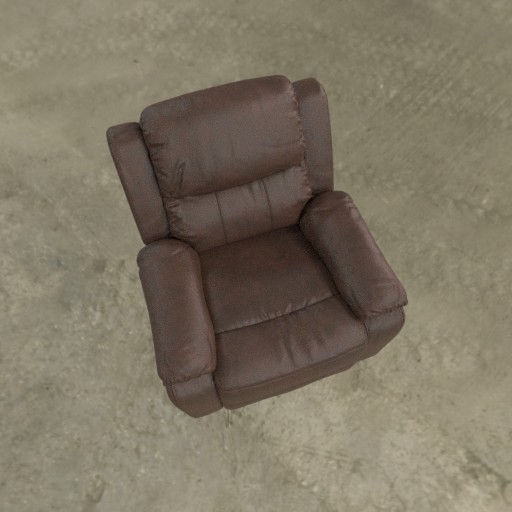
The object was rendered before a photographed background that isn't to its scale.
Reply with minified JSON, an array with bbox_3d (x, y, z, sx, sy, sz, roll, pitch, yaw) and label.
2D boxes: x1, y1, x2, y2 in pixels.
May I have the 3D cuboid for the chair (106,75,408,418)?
[{"bbox_3d":[0.000,0.000,1.274,0.680,0.702,0.707,-17,64,-9],"label":"chair"}]
